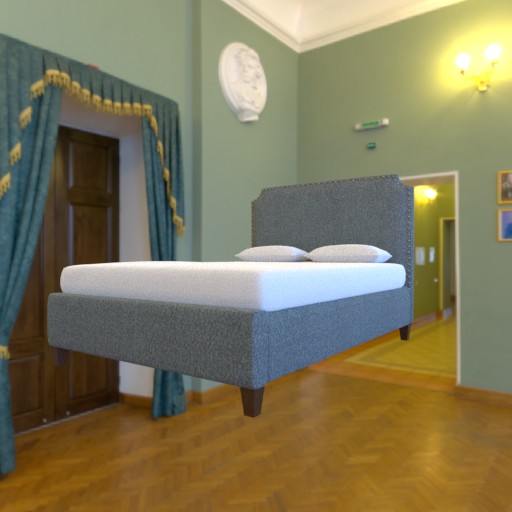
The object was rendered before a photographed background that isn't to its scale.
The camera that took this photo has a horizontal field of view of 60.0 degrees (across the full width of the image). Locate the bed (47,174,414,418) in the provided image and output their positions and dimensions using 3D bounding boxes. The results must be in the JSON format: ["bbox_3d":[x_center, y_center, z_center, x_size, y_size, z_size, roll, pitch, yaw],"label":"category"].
[{"bbox_3d":[0.000,0.000,3.376,1.712,1.443,2.372,0,0,36],"label":"bed"}]
